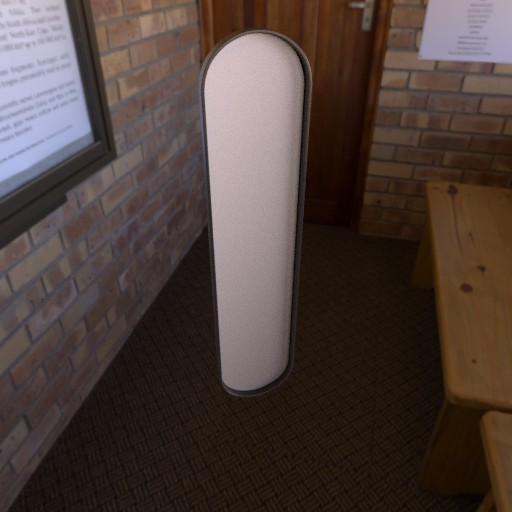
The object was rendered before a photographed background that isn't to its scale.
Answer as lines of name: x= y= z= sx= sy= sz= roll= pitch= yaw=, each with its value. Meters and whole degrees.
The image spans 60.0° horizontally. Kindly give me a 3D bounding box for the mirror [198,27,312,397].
mirror: x=0.000 y=0.000 z=1.078 sx=0.222 sy=0.991 sz=0.032 roll=-10 pitch=35 yaw=-14
